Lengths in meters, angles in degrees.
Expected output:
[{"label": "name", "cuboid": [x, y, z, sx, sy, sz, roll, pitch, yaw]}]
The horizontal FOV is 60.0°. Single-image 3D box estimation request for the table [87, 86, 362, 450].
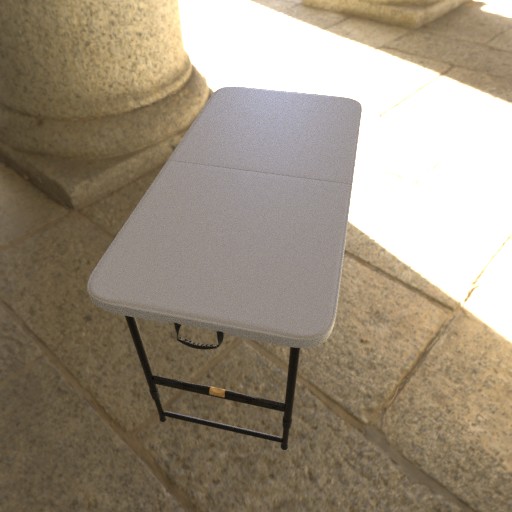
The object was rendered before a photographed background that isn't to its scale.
[{"label": "table", "cuboid": [0.000, 0.000, 1.673, 0.611, 0.737, 1.245, 9, 45, 9]}]
